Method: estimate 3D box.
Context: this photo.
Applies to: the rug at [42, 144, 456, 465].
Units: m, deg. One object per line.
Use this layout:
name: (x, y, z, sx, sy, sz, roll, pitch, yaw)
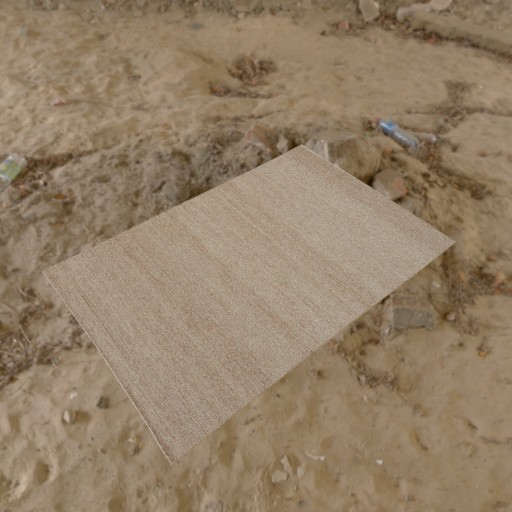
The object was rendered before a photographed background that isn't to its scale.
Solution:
rug: (0.000, 0.000, 3.001, 2.346, 0.029, 1.574, -31, 54, -26)
